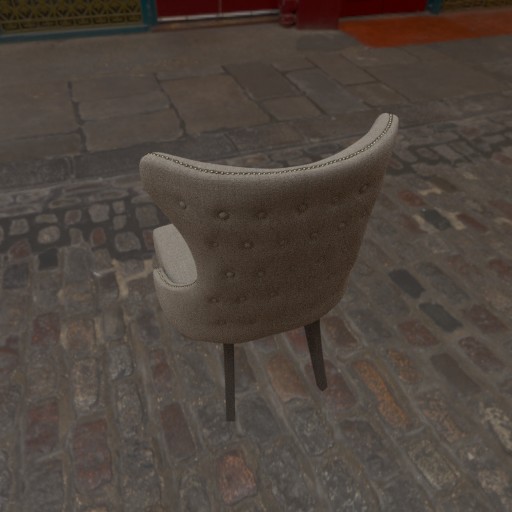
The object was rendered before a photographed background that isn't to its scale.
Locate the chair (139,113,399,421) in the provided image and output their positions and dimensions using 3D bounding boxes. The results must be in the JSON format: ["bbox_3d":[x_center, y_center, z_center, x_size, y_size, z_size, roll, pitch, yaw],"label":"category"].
[{"bbox_3d":[0.000,0.000,1.373,0.628,0.967,0.635,-14,42,-15],"label":"chair"}]
